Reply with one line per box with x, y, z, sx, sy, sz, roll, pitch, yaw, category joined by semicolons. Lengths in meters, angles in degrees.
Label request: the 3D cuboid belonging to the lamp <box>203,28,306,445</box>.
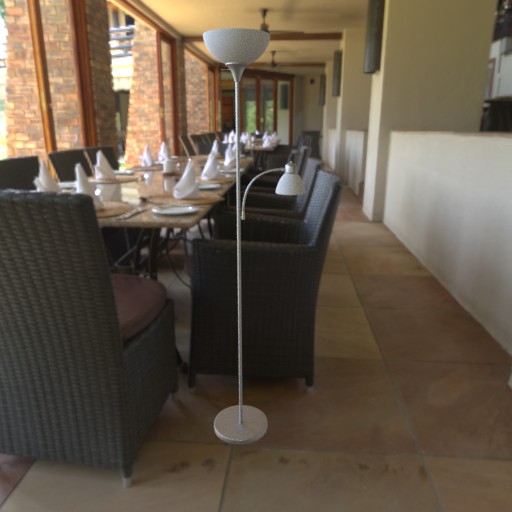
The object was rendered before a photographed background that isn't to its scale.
0.000;0.000;1.989;0.425;1.804;0.279;2;16;7;lamp
